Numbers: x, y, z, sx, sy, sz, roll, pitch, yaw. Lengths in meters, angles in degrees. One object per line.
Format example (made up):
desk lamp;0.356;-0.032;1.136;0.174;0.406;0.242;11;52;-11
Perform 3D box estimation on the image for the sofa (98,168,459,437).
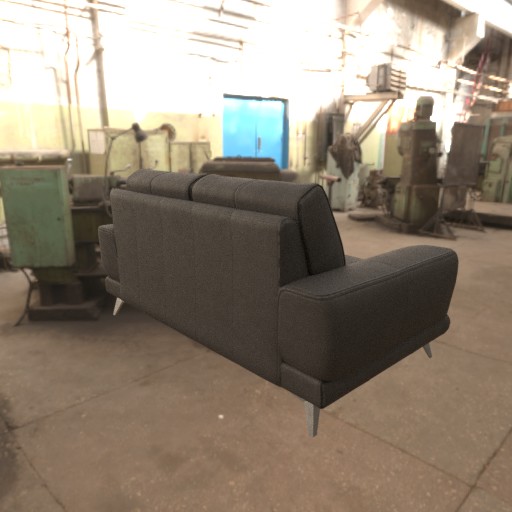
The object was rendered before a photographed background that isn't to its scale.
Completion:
sofa;0.000;0.000;2.406;1.018;0.907;1.806;-13;19;-41
